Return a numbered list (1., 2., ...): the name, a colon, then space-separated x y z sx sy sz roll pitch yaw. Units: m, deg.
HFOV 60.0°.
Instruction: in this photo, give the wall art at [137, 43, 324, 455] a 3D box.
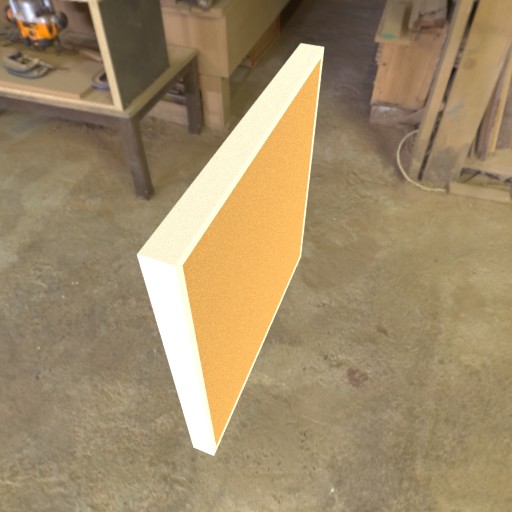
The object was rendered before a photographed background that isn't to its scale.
1. wall art: 0.000 0.000 0.757 0.040 0.509 0.509 16 50 14
